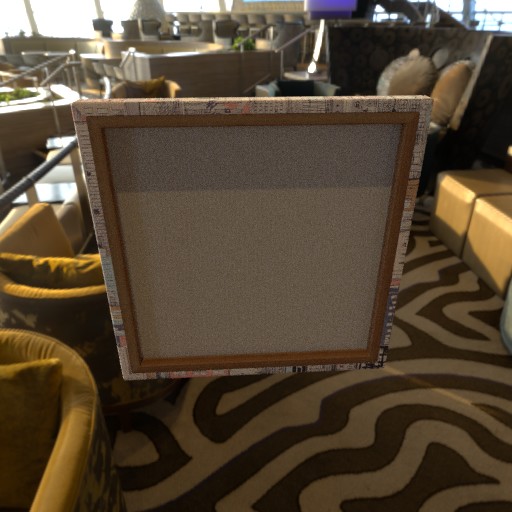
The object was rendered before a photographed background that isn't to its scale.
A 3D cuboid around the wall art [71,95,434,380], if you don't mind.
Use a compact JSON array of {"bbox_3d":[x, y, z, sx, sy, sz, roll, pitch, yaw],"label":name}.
[{"bbox_3d":[0.000,0.000,0.897,0.607,0.608,0.038,-2,29,-3],"label":"wall art"}]
